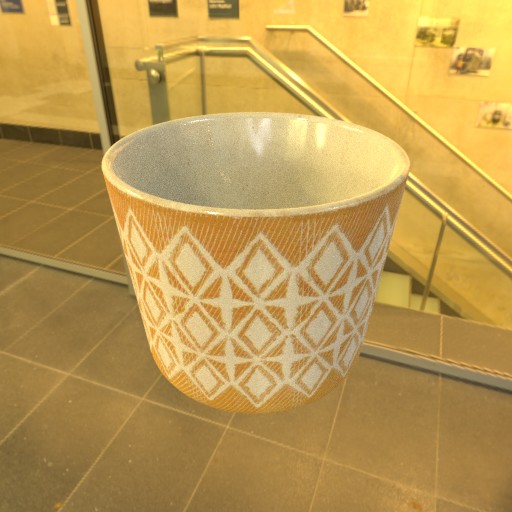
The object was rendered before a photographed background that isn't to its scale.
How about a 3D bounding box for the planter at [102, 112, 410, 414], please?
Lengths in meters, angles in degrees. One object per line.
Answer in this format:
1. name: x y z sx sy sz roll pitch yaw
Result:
1. planter: 0.000 0.000 0.331 0.193 0.165 0.193 0 32 0
